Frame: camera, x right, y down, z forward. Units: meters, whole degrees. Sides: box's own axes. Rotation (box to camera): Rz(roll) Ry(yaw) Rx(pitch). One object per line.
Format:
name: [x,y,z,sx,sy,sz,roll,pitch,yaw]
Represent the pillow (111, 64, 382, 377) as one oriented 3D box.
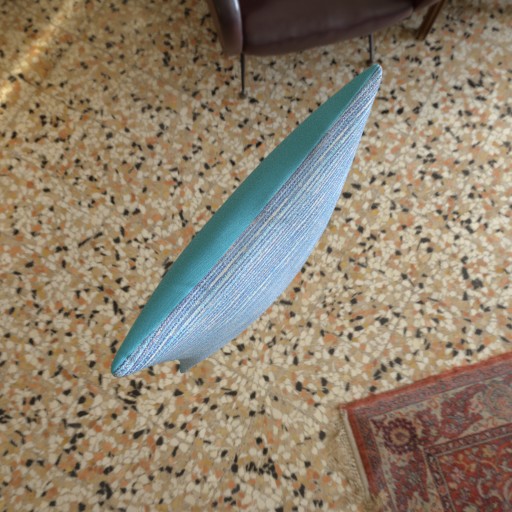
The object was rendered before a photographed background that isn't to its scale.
pillow: [0.000,0.000,0.770,0.150,0.497,0.514,38,79,9]
